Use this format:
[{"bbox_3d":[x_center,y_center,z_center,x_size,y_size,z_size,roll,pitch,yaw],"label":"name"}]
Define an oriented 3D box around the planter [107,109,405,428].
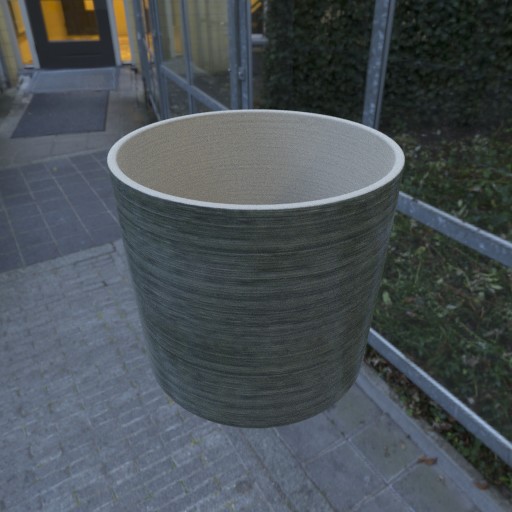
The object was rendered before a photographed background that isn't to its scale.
[{"bbox_3d":[0.000,0.000,0.395,0.221,0.201,0.221,0,32,0],"label":"planter"}]
